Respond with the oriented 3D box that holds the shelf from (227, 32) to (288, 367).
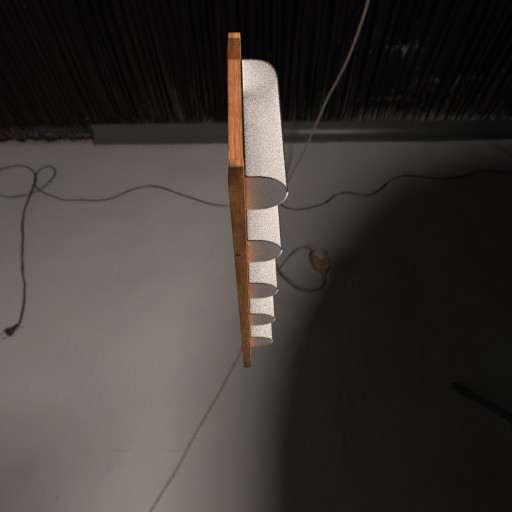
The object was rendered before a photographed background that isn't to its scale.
[{"bbox_3d":[0.000,0.000,1.751,0.141,1.600,0.454,-2,61,-1],"label":"shelf"}]
